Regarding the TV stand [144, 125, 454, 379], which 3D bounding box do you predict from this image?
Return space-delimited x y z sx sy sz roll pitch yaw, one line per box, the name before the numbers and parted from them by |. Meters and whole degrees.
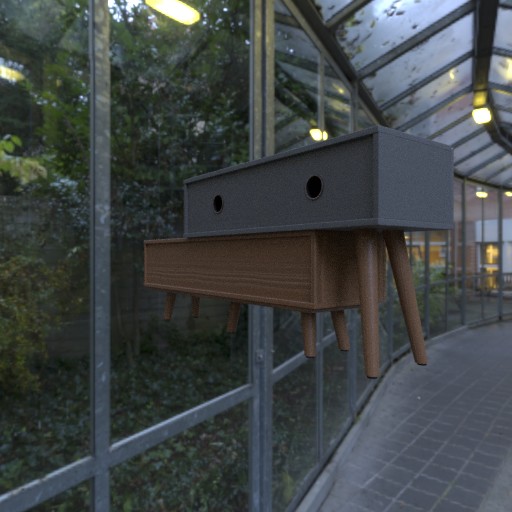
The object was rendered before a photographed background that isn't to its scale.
TV stand | 0.000 0.000 1.627 0.329 0.591 1.336 0 0 -37
